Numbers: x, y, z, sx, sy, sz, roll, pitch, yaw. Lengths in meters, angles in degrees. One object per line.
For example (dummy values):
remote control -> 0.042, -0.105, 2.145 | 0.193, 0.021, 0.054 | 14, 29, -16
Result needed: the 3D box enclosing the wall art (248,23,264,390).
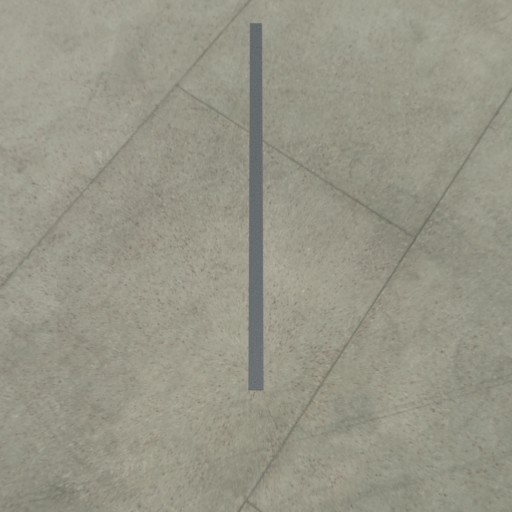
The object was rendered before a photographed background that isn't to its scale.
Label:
wall art -> 0.000, 0.000, 0.687 | 0.013, 0.534, 0.380 | 0, 75, 0
